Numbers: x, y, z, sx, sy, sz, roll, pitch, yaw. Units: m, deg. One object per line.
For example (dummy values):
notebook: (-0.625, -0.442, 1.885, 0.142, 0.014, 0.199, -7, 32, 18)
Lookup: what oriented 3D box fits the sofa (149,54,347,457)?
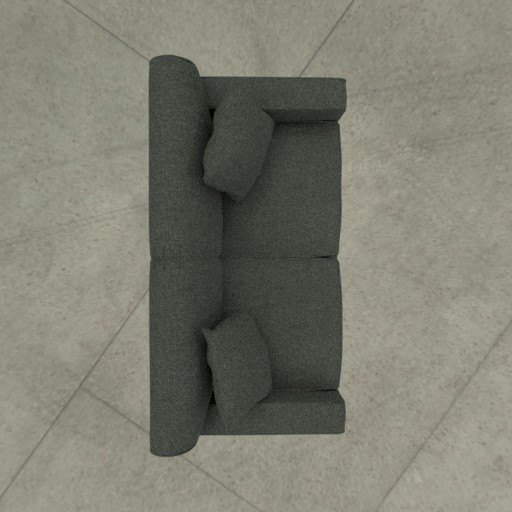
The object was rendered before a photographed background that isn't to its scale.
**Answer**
sofa: (0.000, 0.000, 2.428, 0.998, 0.958, 1.846, 0, 91, -1)
